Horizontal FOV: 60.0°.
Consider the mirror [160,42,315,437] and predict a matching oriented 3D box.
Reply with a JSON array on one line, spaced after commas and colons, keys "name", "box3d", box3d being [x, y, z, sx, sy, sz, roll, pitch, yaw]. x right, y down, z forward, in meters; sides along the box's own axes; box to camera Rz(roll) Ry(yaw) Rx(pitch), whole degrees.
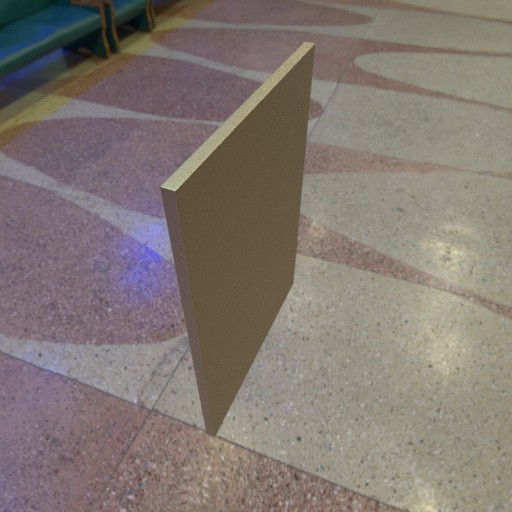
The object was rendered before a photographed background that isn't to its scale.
[{"name": "mirror", "box3d": [0.000, 0.000, 1.375, 0.032, 1.023, 0.756, 17, 48, 17]}]
